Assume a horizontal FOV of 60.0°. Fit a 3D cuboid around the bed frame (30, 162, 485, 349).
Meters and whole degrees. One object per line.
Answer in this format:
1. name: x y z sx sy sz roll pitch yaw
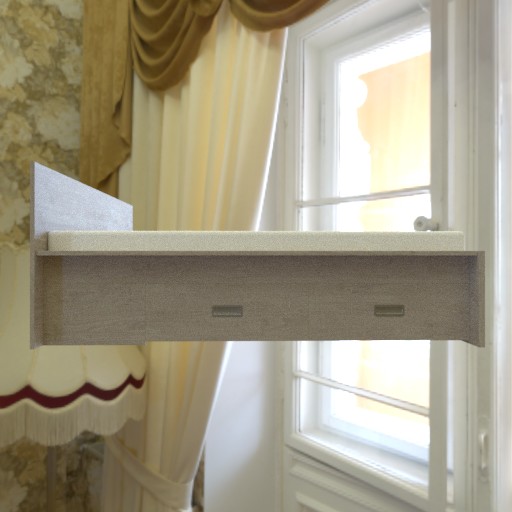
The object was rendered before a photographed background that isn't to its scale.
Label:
1. bed frame: 0.000 0.000 2.719 1.960 0.800 1.622 0 0 -1
